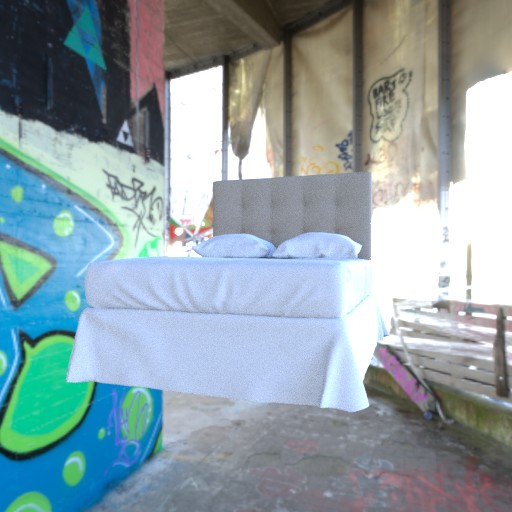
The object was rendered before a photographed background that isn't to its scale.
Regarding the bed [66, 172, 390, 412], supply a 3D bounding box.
[{"bbox_3d":[0.000,0.000,3.487,1.936,1.577,2.222,0,0,19],"label":"bed"}]
